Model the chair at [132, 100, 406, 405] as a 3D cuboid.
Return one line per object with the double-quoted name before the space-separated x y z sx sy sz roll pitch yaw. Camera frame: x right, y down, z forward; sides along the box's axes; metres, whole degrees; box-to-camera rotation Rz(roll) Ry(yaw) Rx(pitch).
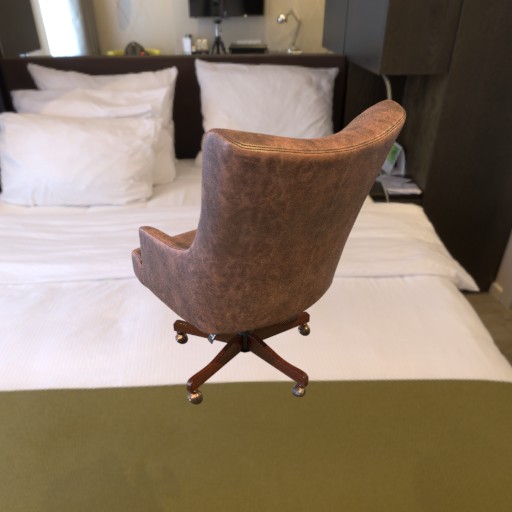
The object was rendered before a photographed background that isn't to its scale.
"chair" 0.000 0.000 1.503 0.641 1.035 0.762 -19 35 -29
